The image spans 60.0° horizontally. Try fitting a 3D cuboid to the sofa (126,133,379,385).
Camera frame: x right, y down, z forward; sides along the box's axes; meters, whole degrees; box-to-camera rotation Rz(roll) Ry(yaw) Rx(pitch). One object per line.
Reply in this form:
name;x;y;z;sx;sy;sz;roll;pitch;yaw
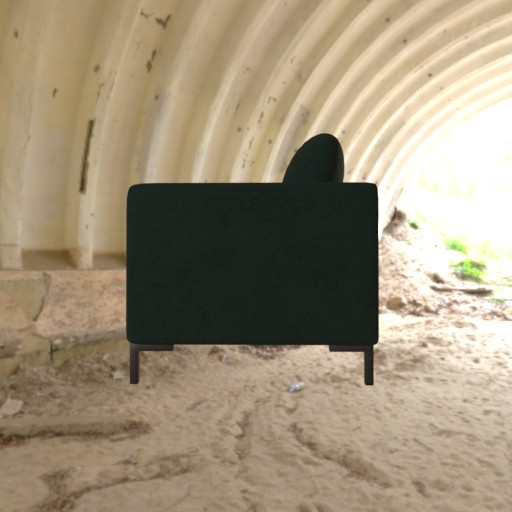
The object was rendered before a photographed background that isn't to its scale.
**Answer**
sofa;0.000;0.000;2.556;0.859;0.870;2.218;0;-1;1
